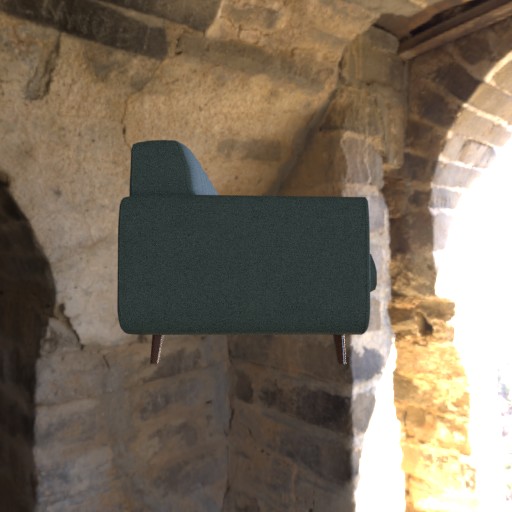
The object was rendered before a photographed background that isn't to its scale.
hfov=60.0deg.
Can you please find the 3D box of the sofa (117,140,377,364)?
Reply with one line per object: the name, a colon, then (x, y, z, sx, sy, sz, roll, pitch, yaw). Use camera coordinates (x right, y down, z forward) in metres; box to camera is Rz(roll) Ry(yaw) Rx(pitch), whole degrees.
sofa: (0.000, 0.000, 2.498, 0.909, 0.841, 2.029, 0, -2, 1)
